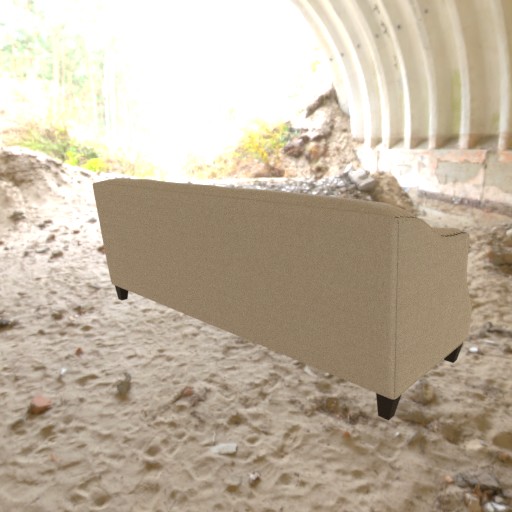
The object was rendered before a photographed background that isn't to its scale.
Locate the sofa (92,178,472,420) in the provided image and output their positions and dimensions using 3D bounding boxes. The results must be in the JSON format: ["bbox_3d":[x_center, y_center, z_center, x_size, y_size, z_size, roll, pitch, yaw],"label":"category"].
[{"bbox_3d":[0.000,0.000,2.672,2.235,0.901,0.914,13,19,42],"label":"sofa"}]
